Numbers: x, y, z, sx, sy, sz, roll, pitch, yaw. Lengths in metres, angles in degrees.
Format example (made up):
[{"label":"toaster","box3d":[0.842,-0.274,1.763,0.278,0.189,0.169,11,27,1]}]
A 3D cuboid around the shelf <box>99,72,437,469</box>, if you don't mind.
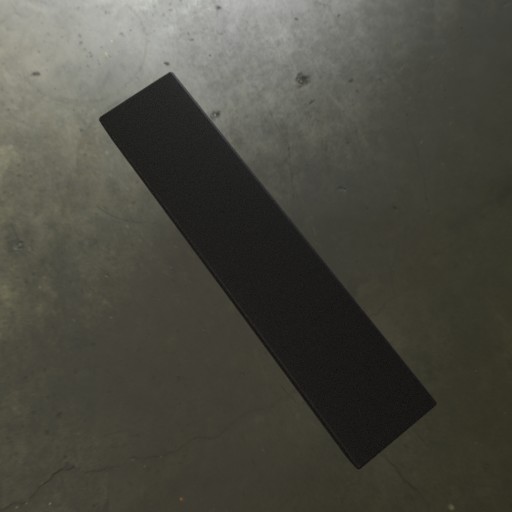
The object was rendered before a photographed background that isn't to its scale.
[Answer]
[{"label":"shelf","box3d":[0.000,0.000,0.487,0.102,0.053,0.456,-36,80,-7]}]
